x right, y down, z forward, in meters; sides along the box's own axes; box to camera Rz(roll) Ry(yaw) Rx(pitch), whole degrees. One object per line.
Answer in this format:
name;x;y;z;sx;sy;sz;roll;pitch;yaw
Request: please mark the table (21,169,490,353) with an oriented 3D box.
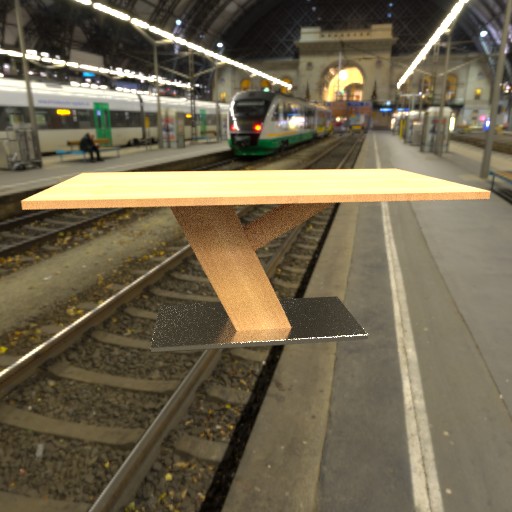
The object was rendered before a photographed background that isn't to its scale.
table;0.000;0.000;2.221;1.800;0.750;0.900;-2;17;-7
